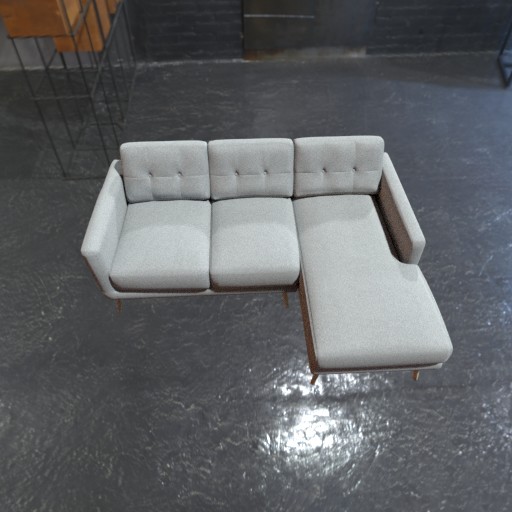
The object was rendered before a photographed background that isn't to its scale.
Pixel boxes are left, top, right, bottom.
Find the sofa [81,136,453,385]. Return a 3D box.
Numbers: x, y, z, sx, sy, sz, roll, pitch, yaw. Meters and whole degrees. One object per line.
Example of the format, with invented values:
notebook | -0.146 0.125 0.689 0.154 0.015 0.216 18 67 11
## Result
sofa | 0.000 0.000 2.820 2.040 0.860 1.530 -2 47 -2
